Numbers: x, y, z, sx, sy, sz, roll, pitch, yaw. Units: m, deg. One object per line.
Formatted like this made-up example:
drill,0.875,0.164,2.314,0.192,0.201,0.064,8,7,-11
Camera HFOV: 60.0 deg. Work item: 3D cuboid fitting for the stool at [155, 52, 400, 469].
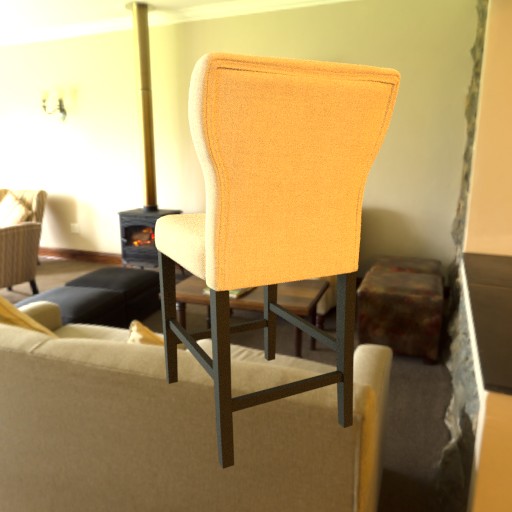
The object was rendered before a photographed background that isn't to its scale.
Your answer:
stool,0.000,0.000,1.290,0.514,0.972,0.603,-6,14,-26
